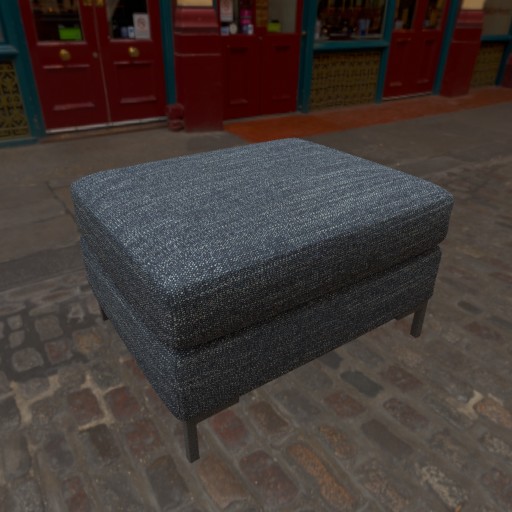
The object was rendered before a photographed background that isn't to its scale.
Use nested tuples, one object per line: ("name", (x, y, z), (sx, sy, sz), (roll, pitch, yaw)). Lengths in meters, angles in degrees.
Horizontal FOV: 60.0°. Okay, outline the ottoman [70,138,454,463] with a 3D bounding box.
("ottoman", (0.000, 0.000, 1.242), (0.814, 0.491, 0.667), (-18, 34, -29))
